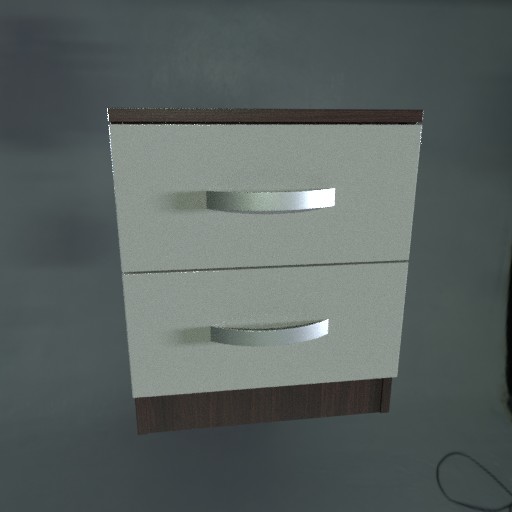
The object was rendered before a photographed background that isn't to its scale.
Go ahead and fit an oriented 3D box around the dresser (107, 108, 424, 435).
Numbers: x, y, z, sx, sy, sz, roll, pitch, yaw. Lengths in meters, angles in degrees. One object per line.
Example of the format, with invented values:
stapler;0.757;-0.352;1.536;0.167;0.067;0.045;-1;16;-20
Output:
dresser;0.000;0.000;0.764;0.400;0.470;0.360;-2;16;-8
